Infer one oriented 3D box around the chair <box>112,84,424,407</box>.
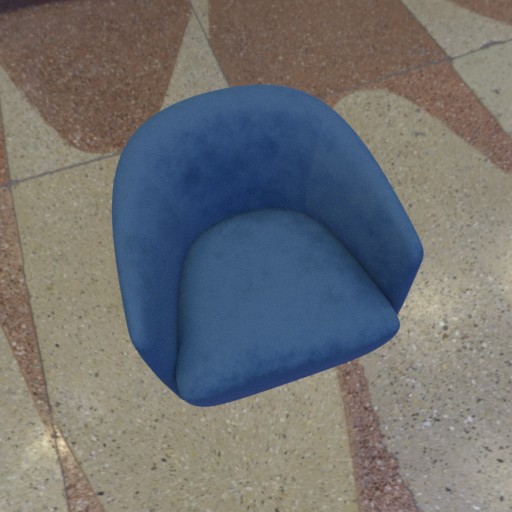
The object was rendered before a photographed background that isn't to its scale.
[{"bbox_3d":[0.000,0.000,1.388,0.773,0.698,0.767,-16,64,-8],"label":"chair"}]
